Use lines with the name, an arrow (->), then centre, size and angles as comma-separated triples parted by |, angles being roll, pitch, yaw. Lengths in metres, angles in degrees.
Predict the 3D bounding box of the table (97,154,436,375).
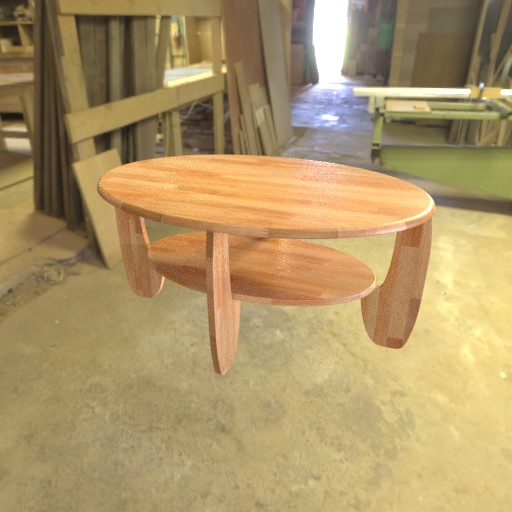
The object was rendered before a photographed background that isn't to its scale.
table -> 0.000, 0.000, 1.443 | 1.040, 0.490, 0.690 | 9, 28, 18
